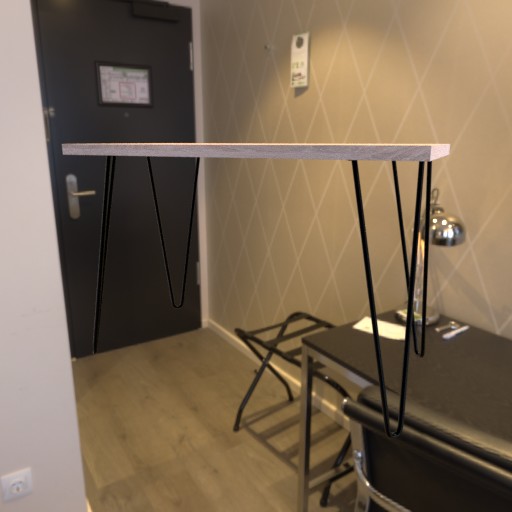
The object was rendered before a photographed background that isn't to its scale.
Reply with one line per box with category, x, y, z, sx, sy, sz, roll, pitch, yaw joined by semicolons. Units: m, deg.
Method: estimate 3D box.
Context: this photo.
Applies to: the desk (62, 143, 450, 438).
desk;0.000;0.000;1.348;0.991;0.660;0.499;7;16;26
